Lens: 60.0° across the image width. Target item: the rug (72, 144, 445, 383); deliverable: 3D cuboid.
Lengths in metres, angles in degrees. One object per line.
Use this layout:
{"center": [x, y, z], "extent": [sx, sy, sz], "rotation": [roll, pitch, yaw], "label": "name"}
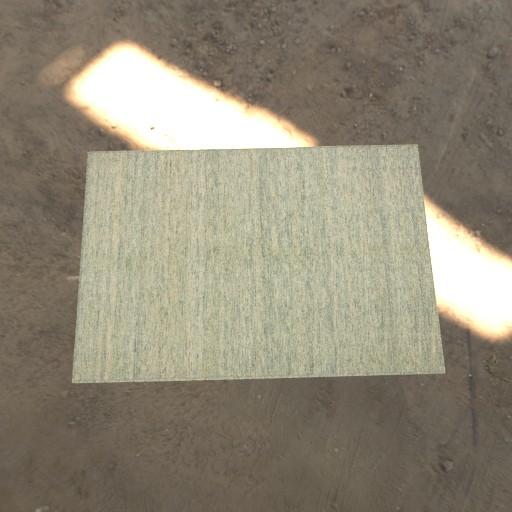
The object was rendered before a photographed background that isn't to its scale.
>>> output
{"center": [0.000, 0.000, 2.343], "extent": [1.850, 0.015, 1.250], "rotation": [-1, 76, 0], "label": "rug"}
